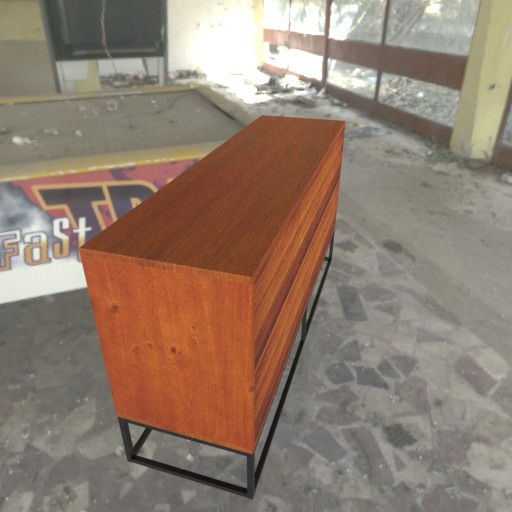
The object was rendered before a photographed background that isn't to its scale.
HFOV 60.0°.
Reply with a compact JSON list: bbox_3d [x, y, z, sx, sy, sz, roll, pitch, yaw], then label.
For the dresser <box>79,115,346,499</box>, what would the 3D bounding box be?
[{"bbox_3d":[0.000,0.000,1.855,0.464,0.810,1.536,9,31,15],"label":"dresser"}]
